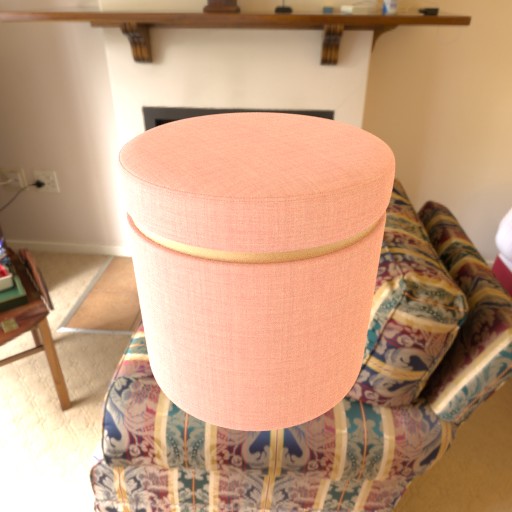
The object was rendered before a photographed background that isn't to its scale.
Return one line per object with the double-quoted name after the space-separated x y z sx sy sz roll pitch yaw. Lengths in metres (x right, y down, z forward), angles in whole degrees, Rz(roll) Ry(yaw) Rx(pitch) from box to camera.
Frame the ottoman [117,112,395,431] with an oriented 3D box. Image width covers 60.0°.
0.000 0.000 0.745 0.400 0.406 0.400 0 31 0 "ottoman"
